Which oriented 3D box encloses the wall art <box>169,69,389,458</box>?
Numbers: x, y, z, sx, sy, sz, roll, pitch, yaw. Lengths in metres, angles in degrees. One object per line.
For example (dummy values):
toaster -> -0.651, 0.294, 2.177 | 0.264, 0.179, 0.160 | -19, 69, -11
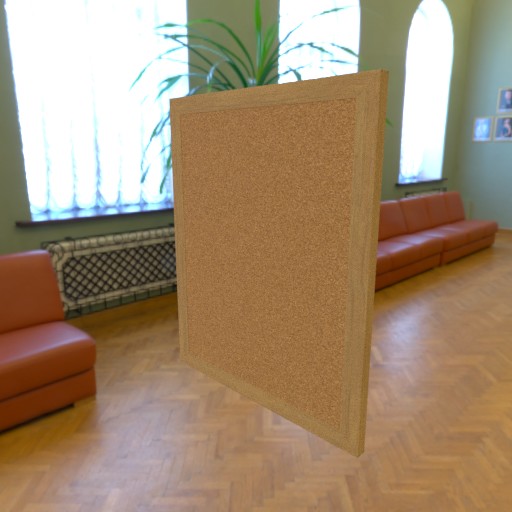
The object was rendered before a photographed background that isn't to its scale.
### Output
wall art -> 0.000, 0.000, 0.783 | 0.460, 0.561, 0.020 | 13, 18, 43
